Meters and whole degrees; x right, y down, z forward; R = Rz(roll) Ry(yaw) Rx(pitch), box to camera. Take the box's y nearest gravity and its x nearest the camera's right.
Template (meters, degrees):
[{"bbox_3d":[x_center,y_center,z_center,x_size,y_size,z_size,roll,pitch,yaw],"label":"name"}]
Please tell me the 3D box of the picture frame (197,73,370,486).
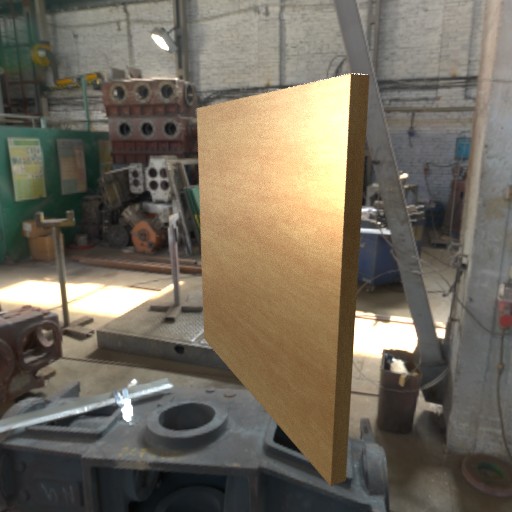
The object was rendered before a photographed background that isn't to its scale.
[{"bbox_3d":[0.000,0.000,1.119,0.037,0.761,0.758,-7,16,-25],"label":"picture frame"}]
